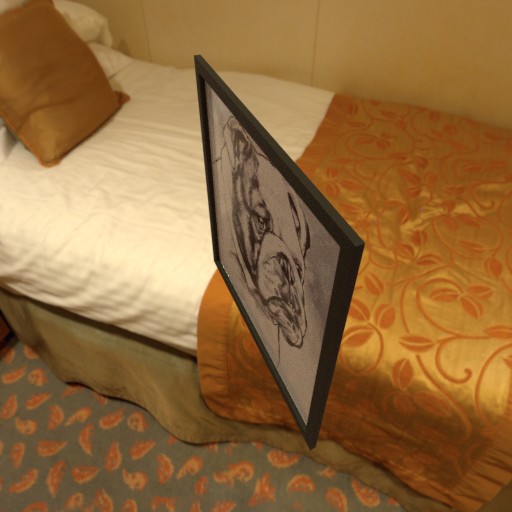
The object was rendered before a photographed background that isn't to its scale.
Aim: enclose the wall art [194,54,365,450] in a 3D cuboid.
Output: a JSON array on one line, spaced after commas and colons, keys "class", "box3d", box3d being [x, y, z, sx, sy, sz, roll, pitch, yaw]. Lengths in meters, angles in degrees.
[{"class": "wall art", "box3d": [0.000, 0.000, 1.005, 0.016, 0.659, 0.663, -17, 48, -16]}]
